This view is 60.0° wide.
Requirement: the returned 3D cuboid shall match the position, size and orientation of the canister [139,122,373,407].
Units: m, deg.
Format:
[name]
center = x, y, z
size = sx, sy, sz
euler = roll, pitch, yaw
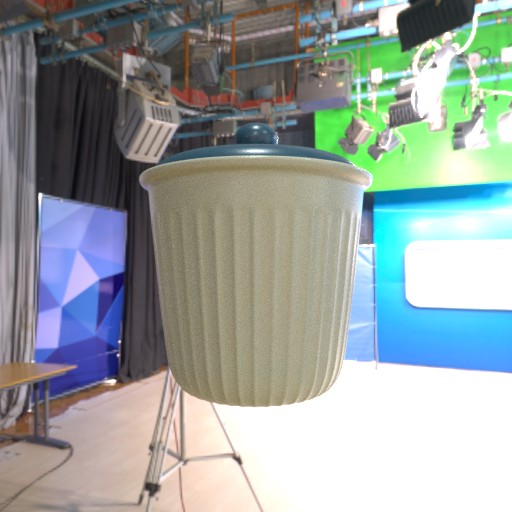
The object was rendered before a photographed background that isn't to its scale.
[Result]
[canister]
center = 0.000, 0.000, 0.354
size = 0.181, 0.211, 0.181
euler = 0, -1, 0
